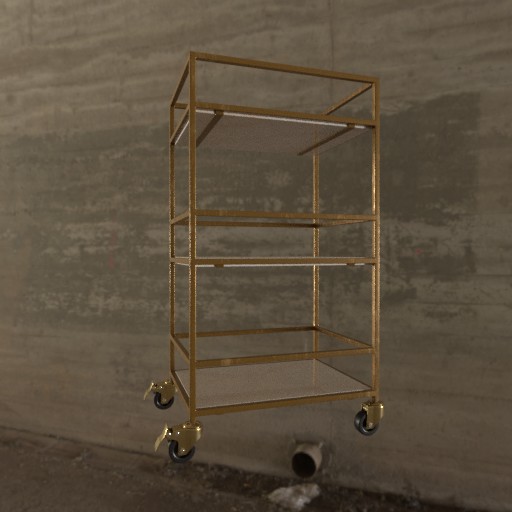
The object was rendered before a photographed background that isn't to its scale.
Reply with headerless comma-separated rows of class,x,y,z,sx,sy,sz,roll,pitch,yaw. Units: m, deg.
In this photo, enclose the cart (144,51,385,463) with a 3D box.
cart,0.000,0.000,1.021,0.483,0.761,0.332,0,0,-18
